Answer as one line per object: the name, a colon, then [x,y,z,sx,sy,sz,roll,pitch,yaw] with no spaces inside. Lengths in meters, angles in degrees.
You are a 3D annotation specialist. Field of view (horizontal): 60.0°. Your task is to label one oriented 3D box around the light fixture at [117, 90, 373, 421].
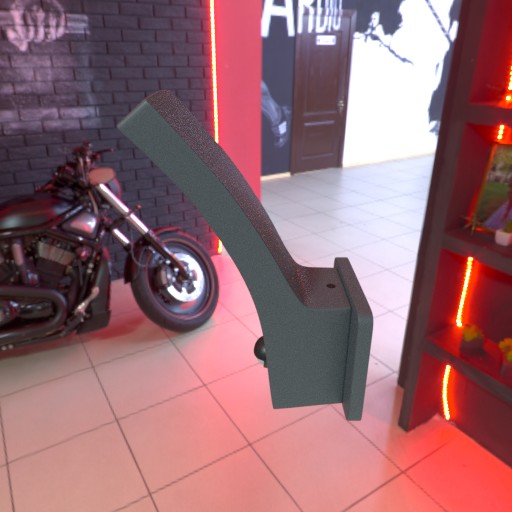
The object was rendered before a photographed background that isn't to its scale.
light fixture: [0.000,0.000,0.348,0.174,0.243,0.108,0,24,0]
